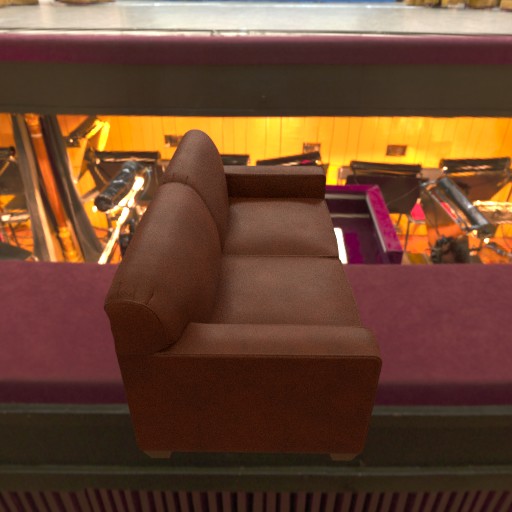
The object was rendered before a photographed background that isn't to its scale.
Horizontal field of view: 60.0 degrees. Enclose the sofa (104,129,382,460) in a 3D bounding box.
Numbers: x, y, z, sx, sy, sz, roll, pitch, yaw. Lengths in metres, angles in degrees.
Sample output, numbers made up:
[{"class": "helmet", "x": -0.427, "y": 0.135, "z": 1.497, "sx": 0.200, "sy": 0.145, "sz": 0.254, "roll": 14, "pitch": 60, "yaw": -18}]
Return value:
[{"class": "sofa", "x": 0.000, "y": 0.000, "z": 2.419, "sx": 1.000, "sy": 0.966, "sz": 1.856, "roll": 0, "pitch": 33, "yaw": 1}]
